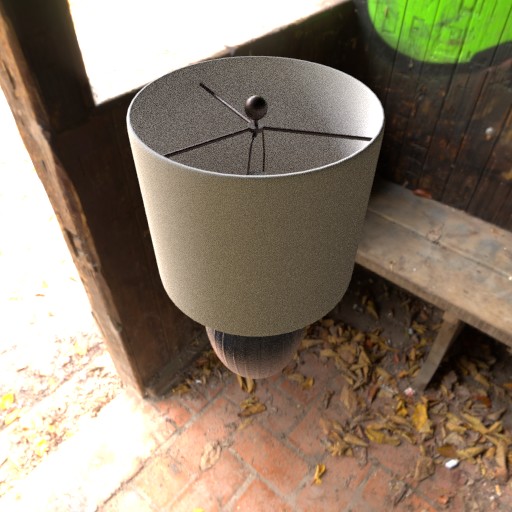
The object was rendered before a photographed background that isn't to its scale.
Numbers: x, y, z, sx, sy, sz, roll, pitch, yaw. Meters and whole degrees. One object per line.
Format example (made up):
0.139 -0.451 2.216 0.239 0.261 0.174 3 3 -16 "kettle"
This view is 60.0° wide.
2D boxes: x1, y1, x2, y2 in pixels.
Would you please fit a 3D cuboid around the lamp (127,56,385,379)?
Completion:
0.000 0.000 0.763 0.329 0.570 0.329 9 45 9 "lamp"
